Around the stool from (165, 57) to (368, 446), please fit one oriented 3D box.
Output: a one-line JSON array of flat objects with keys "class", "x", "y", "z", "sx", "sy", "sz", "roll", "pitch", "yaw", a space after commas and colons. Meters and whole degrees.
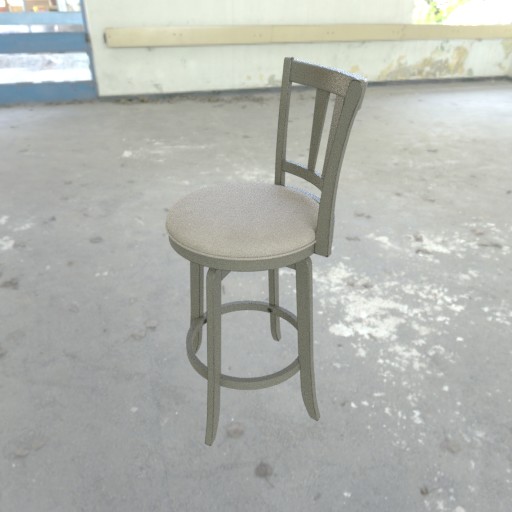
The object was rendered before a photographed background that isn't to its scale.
[{"class": "stool", "x": 0.000, "y": 0.000, "z": 1.265, "sx": 0.486, "sy": 0.994, "sz": 0.450, "roll": -8, "pitch": 31, "yaw": -13}]
